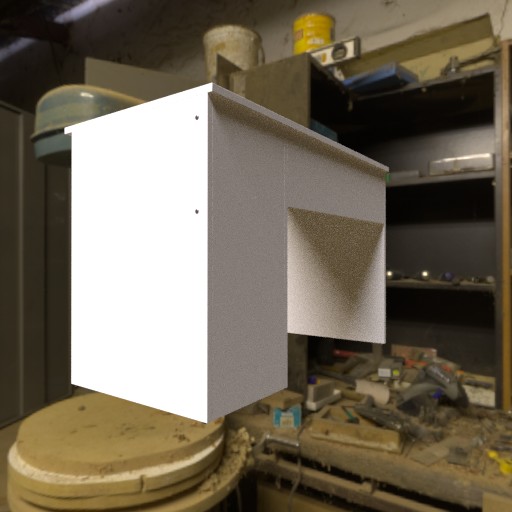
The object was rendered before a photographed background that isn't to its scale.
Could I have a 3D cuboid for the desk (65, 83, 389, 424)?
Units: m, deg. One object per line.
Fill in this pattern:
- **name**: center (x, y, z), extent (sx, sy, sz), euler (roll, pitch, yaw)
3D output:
- **desk**: center (0.000, 0.000, 1.545), extent (0.560, 0.730, 1.096), euler (0, 0, 36)
